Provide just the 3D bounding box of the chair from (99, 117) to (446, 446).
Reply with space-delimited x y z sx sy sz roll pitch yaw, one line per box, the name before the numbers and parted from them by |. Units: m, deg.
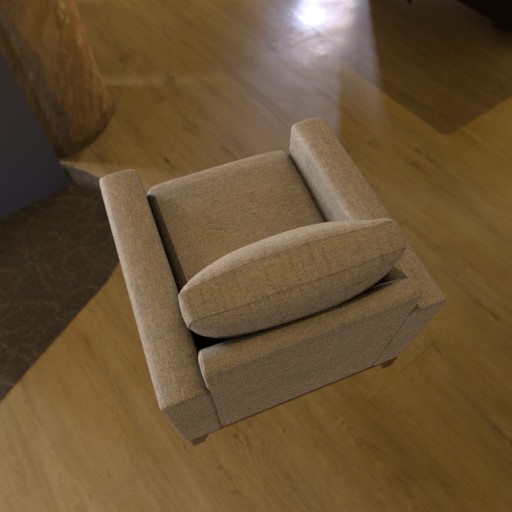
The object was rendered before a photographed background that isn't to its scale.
chair | 0.000 0.000 1.841 1.024 1.010 1.038 -18 60 -11
